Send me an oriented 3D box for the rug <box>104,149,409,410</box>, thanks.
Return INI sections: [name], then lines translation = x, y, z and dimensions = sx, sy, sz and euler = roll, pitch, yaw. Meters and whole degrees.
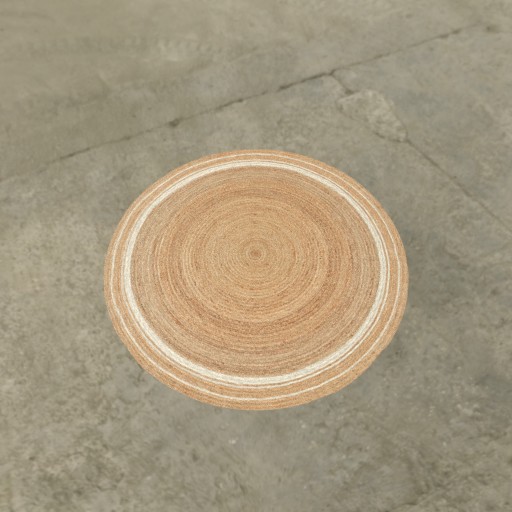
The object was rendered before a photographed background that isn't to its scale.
[rug]
translation = 0.000, 0.000, 3.617
dimensions = 2.444, 0.015, 2.444
euler = 0, 57, 0
